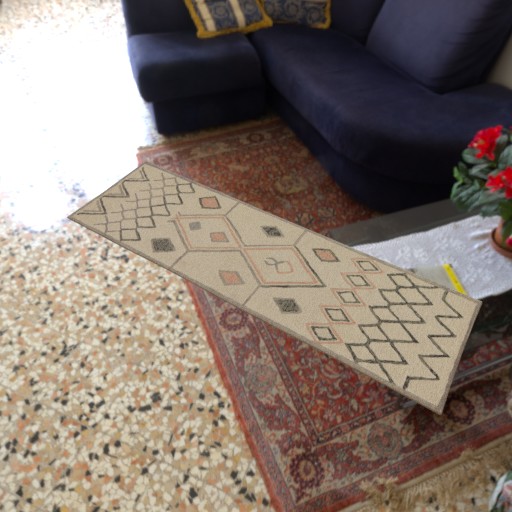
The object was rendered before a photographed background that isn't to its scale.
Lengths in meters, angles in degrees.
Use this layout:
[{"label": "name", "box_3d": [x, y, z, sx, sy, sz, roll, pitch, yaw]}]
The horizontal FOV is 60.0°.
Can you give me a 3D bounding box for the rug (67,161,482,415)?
[{"label": "rug", "box_3d": [0.000, 0.000, 2.636, 2.435, 0.011, 0.750, 25, 51, 22]}]
